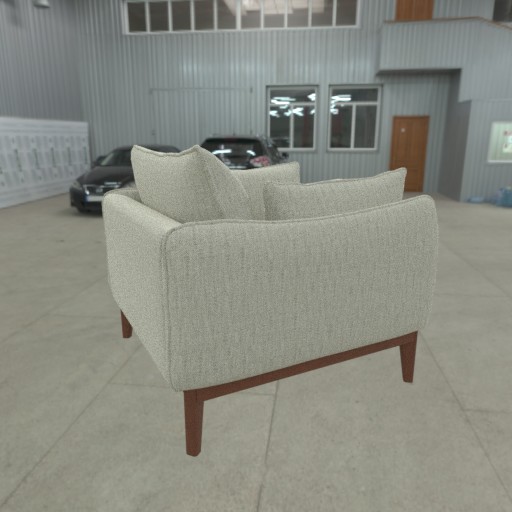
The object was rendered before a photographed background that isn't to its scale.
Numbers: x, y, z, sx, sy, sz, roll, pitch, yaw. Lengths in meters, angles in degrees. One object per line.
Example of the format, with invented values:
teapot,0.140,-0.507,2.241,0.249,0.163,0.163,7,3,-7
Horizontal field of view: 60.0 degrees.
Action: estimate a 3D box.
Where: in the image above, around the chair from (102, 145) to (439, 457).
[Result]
chair,0.000,0.000,1.732,0.991,0.855,0.994,-8,17,-27
